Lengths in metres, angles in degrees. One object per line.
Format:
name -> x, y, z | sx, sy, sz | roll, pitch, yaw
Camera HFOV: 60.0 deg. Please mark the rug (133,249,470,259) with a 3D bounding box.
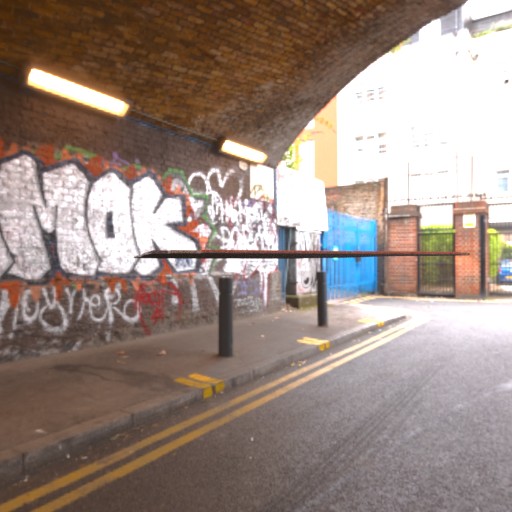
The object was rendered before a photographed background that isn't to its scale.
rug -> 0.000, 0.000, 2.980 | 1.530, 0.017, 2.446 | 0, -1, -17
